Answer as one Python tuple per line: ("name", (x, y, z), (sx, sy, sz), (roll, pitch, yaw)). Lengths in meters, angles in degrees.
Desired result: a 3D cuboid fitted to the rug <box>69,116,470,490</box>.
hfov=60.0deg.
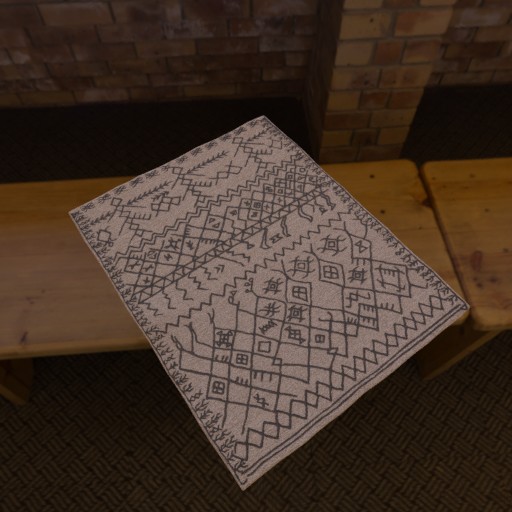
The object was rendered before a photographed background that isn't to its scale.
("rug", (0.000, 0.000, 3.317), (1.964, 0.025, 2.455), (-32, 63, -18))
